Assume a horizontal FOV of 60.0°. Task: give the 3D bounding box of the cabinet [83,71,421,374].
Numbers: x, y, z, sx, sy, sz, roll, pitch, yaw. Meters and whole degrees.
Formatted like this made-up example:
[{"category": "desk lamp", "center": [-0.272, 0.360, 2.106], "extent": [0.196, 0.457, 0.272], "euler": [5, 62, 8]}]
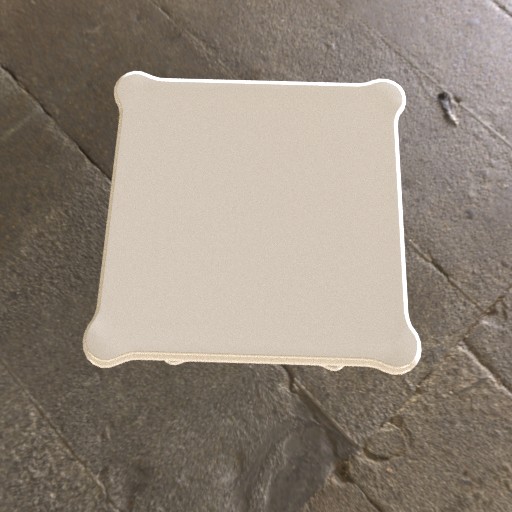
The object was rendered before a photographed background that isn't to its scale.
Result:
[{"category": "cabinet", "center": [0.000, 0.000, 1.245], "extent": [0.627, 0.761, 0.628], "euler": [2, 76, 0]}]
